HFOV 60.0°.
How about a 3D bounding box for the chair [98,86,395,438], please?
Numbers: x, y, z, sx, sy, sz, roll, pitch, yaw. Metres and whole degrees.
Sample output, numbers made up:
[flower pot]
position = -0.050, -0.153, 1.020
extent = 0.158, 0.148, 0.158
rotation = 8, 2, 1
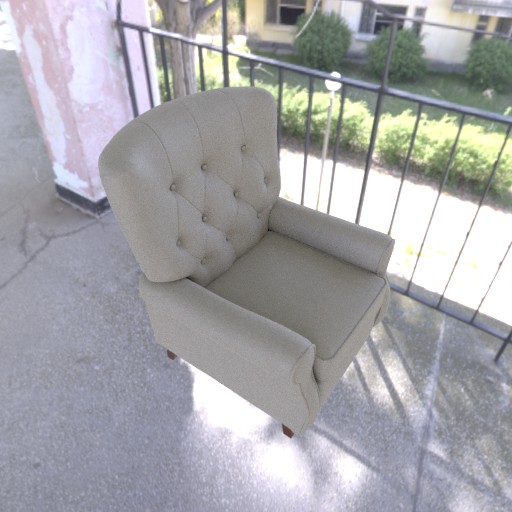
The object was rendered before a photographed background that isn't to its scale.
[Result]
[chair]
position = 0.000, 0.000, 1.930
extent = 1.059, 1.158, 0.943
rotation = 25, 47, 27
